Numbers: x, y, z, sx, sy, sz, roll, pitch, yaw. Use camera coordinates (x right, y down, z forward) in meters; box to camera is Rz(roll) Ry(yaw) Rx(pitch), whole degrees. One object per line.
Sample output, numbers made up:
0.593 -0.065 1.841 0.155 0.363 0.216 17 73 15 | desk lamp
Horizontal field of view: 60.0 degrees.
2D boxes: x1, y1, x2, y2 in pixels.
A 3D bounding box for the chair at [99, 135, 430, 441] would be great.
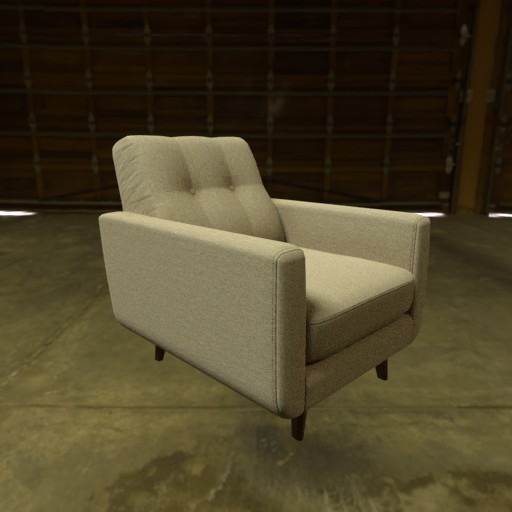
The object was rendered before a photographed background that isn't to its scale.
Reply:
0.000 0.000 1.829 0.897 0.965 1.128 -13 19 -43 | chair
